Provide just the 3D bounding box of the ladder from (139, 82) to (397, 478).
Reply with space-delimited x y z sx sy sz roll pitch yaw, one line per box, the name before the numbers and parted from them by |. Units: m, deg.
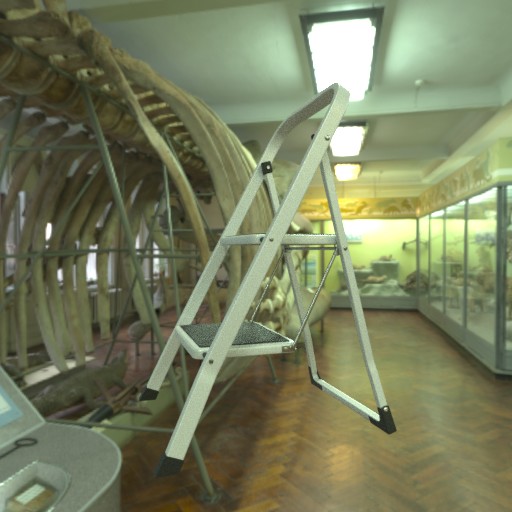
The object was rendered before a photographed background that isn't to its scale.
ladder | 0.000 0.000 1.113 0.544 0.810 0.460 0 1 -18
